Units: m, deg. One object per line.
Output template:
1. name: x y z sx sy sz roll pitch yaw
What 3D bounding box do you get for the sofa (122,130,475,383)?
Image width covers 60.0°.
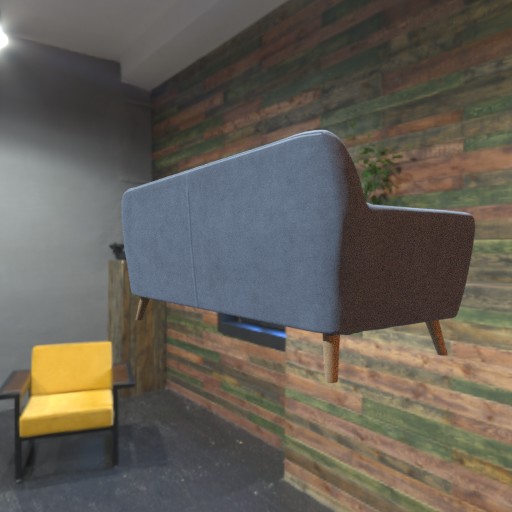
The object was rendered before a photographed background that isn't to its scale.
1. sofa: 0.000 0.000 2.351 0.830 0.830 1.970 0 0 -36
